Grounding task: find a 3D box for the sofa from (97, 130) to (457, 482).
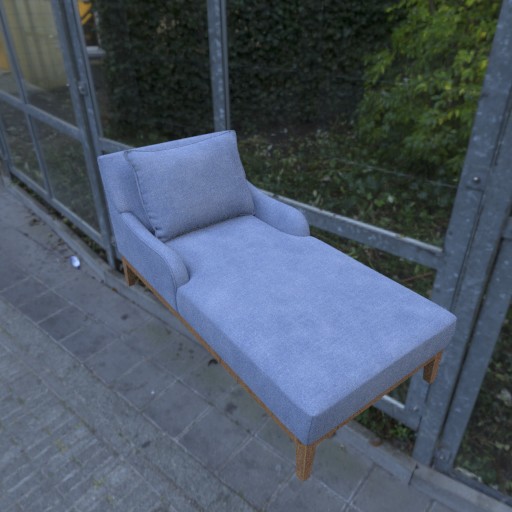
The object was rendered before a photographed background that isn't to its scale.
[{"bbox_3d":[0.000,0.000,2.274,0.904,0.883,1.779,-21,37,-31],"label":"sofa"}]
